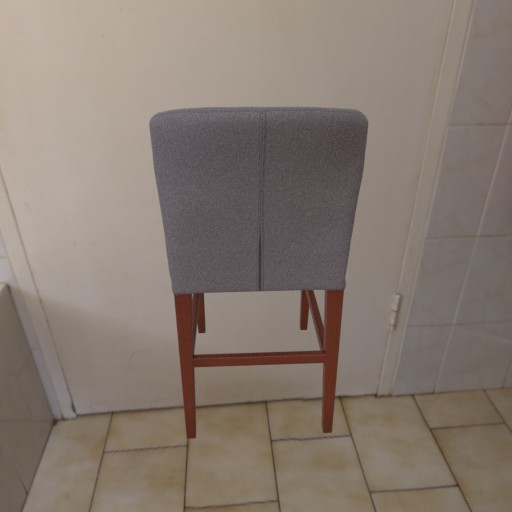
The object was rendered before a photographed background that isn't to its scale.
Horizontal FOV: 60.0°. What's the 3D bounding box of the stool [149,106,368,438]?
[{"bbox_3d":[0.000,0.000,1.323,0.481,0.968,0.568,-1,30,-2],"label":"stool"}]
